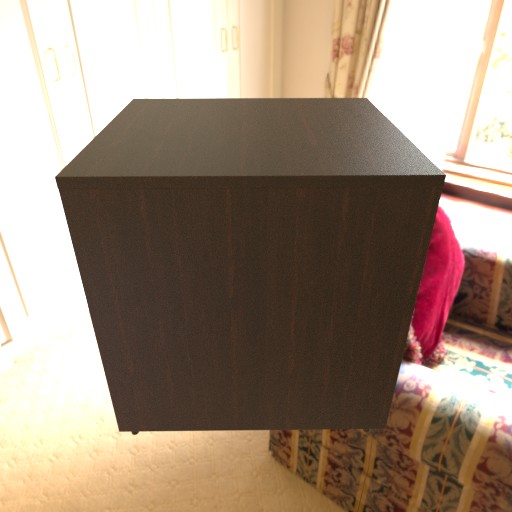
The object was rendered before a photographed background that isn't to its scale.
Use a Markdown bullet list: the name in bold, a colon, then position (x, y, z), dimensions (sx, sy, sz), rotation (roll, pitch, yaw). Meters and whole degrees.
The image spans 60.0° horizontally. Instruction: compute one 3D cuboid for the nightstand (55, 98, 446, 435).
- **nightstand**: position (0.000, 0.000, 0.794), dimensions (0.461, 0.460, 0.400), rotation (0, 32, -1)
